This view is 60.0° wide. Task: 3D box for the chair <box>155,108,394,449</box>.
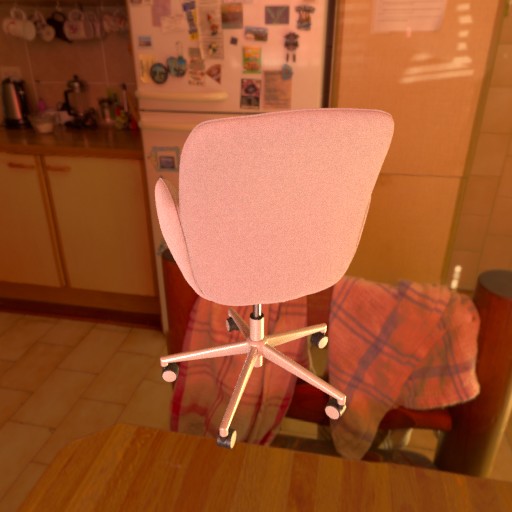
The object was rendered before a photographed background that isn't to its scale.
[{"bbox_3d":[0.000,0.000,1.385,0.648,0.959,0.654,-8,27,-17],"label":"chair"}]
